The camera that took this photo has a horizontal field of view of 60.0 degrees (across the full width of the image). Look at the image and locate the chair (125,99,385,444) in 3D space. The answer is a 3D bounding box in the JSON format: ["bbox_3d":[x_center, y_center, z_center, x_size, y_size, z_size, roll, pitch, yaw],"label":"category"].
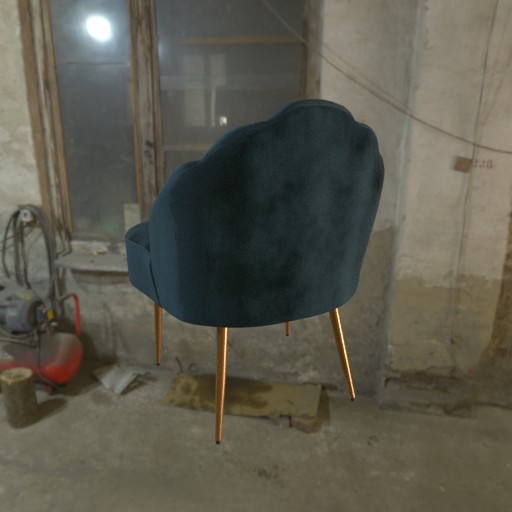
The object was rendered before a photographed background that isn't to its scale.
[{"bbox_3d":[0.000,0.000,1.272,0.657,0.819,0.599,-8,18,-25],"label":"chair"}]
